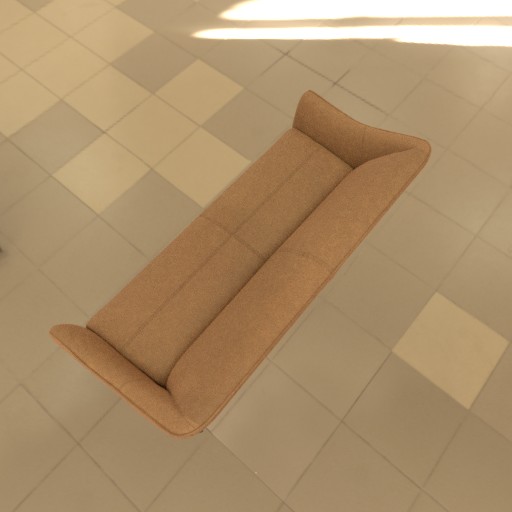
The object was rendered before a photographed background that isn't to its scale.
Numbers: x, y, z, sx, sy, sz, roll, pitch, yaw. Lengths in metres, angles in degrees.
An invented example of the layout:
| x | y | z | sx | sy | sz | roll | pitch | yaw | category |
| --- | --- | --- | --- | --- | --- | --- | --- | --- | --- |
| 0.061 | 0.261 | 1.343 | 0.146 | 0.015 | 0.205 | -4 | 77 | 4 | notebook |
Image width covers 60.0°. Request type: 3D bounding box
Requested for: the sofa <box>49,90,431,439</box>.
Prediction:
| x | y | z | sx | sy | sz | roll | pitch | yaw | category |
| --- | --- | --- | --- | --- | --- | --- | --- | --- | --- |
| 0.000 | 0.000 | 2.346 | 0.869 | 0.830 | 1.928 | 37 | 69 | 16 | sofa |
